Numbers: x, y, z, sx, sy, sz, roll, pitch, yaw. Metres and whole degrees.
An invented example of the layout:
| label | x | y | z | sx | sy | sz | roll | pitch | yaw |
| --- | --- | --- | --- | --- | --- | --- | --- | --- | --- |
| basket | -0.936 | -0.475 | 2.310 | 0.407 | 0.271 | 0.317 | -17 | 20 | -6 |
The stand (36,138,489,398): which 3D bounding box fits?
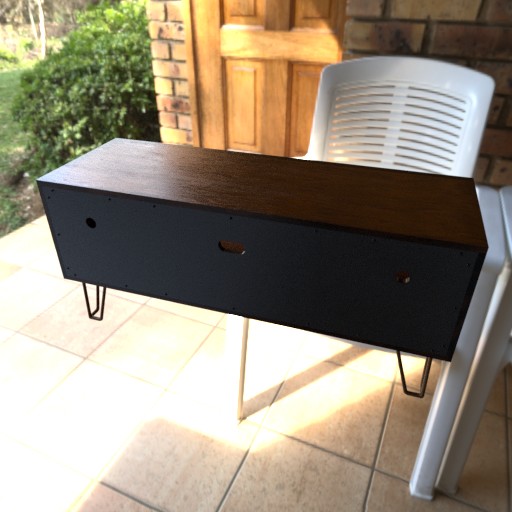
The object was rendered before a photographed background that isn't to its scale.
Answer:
| label | x | y | z | sx | sy | sz | roll | pitch | yaw |
| --- | --- | --- | --- | --- | --- | --- | --- | --- | --- |
| stand | 0.000 | 0.000 | 1.635 | 1.372 | 0.610 | 0.481 | 10 | 34 | 15 |
